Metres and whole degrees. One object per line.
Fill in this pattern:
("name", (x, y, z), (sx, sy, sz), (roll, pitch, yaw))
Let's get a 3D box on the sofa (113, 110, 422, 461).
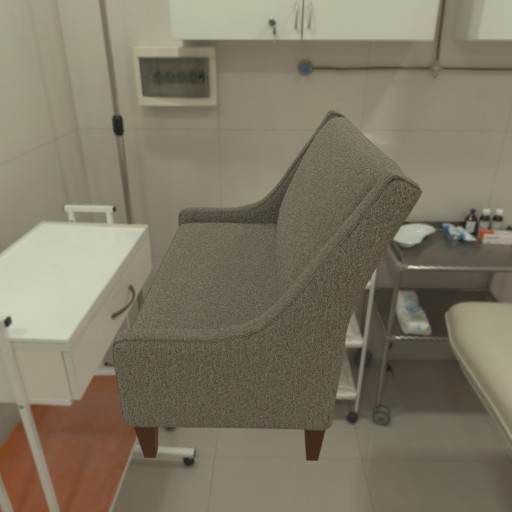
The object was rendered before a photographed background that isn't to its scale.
("sofa", (0.000, 0.000, 1.859), (0.862, 1.026, 1.242), (1, 26, 1))
